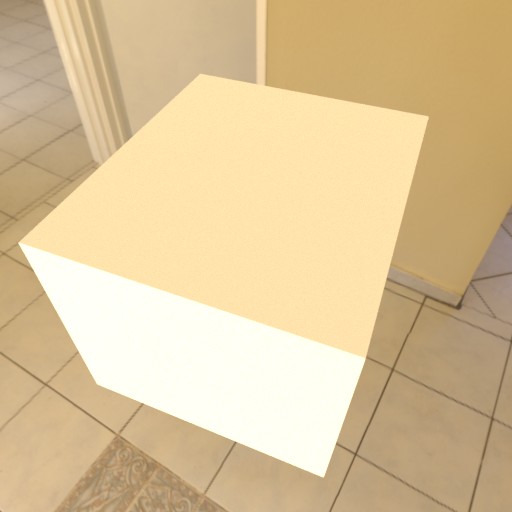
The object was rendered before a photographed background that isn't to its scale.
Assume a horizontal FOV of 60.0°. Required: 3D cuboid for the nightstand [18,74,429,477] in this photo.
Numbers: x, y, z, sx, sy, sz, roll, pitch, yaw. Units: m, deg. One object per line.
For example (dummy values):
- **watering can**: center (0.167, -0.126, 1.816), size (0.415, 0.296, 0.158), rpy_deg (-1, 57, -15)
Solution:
- **nightstand**: center (0.000, 0.000, 0.741), size (0.408, 0.351, 0.470), rpy_deg (16, 49, 15)
